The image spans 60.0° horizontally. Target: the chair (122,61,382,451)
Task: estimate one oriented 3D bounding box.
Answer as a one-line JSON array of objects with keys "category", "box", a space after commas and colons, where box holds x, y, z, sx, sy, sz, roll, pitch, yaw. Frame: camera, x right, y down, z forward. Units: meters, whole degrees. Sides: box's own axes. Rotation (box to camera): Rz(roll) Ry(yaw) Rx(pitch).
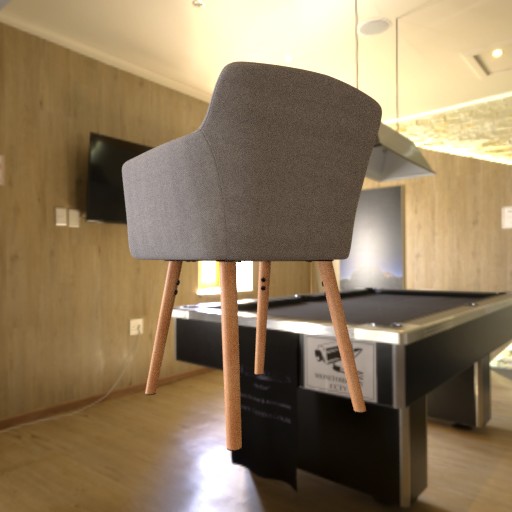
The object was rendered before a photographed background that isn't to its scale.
[{"category": "chair", "box": [0.000, 0.000, 1.158, 0.570, 0.780, 0.540, 0, 0, -35]}]
